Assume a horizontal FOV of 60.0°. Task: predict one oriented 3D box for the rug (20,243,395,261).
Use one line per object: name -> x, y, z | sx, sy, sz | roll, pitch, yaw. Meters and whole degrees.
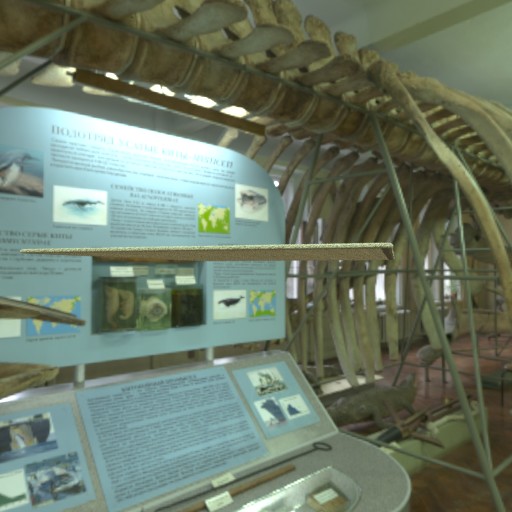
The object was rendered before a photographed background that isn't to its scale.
rug -> 0.000, 0.000, 4.100 | 2.438, 0.029, 3.047 | -1, -2, 17
